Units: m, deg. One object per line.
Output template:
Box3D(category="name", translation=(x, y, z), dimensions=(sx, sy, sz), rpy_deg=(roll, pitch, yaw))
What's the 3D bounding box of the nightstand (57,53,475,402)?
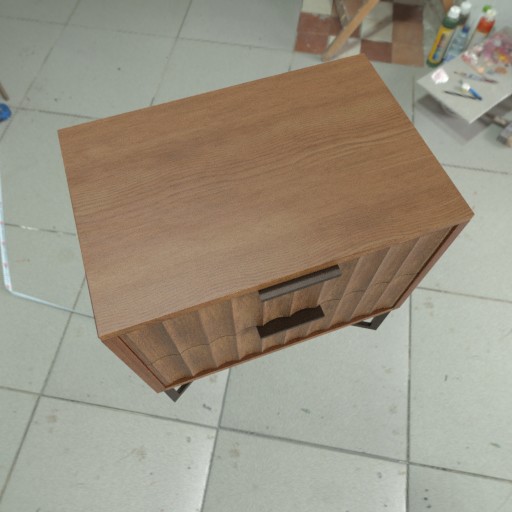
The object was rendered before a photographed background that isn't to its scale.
Box3D(category="nightstand", translation=(0.000, 0.000, 1.029), dimensions=(0.613, 0.615, 0.427), rpy_deg=(-18, 64, -9))
